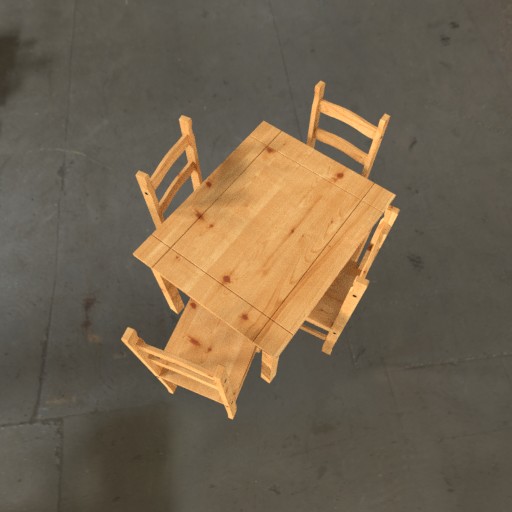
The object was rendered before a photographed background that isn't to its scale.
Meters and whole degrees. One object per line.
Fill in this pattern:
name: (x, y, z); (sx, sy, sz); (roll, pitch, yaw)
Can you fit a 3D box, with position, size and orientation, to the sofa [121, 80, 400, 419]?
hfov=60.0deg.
sofa: (0.000, 0.000, 2.285); (1.144, 1.000, 1.529); (34, 68, 16)
